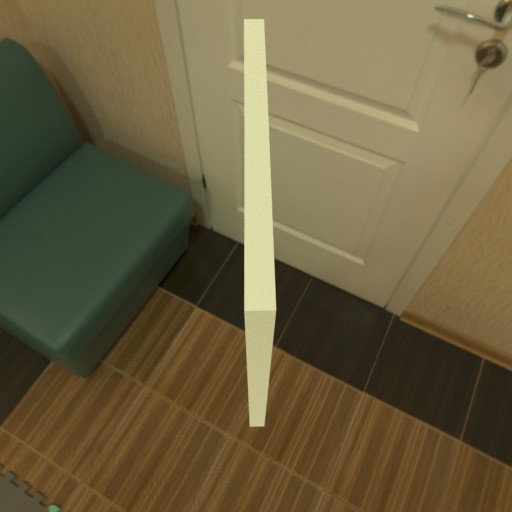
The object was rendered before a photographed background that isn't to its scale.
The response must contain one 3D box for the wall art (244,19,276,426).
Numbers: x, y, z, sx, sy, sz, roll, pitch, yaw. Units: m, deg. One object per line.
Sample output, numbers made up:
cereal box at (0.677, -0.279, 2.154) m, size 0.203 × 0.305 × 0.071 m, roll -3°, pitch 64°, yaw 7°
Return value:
wall art at (0.000, 0.000, 0.741) m, size 0.030 × 0.549 × 0.443 m, roll -1°, pitch 59°, yaw 0°
